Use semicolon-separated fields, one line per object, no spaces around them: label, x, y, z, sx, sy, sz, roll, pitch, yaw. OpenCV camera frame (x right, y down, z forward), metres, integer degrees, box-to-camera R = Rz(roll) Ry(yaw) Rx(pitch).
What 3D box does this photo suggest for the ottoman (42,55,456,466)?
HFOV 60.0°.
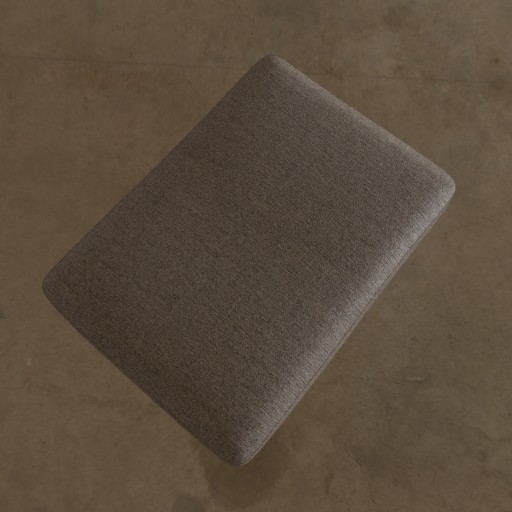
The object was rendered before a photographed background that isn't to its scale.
ottoman;0.000;0.000;1.240;0.637;0.478;0.885;39;78;10
